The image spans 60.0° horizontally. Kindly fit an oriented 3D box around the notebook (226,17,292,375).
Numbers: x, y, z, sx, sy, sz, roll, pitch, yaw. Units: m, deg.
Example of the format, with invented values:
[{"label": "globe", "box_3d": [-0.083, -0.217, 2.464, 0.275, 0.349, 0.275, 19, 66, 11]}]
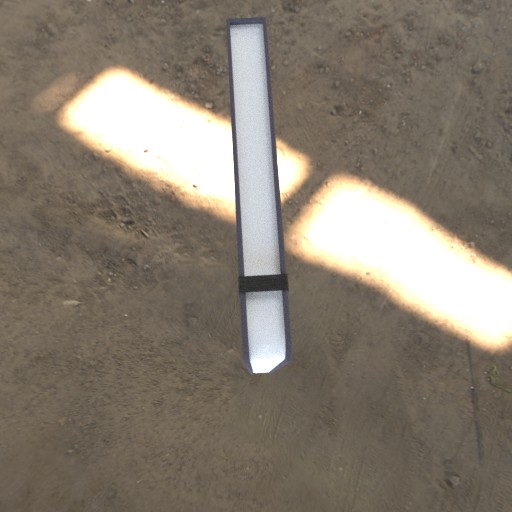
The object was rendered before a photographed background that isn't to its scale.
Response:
[{"label": "notebook", "box_3d": [0.000, 0.000, 0.252, 0.016, 0.213, 0.127, -3, 74, -1]}]
